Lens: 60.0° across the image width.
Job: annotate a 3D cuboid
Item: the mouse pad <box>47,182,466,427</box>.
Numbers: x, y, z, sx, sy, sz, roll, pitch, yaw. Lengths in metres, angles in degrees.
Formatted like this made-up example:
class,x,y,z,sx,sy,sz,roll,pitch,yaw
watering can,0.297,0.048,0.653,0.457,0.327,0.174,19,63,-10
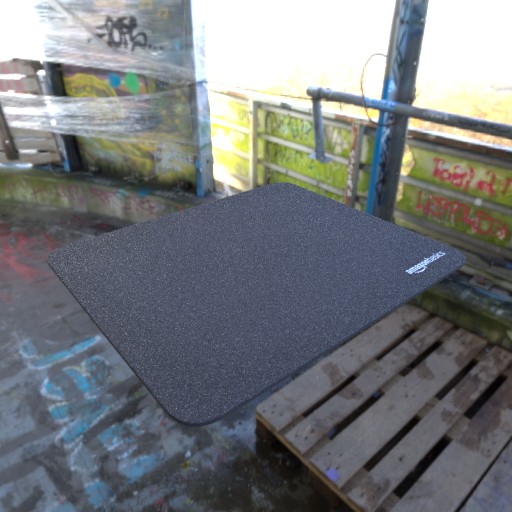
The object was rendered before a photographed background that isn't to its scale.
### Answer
class,x,y,z,sx,sy,sz,roll,pitch,yaw
mouse pad,0.000,0.000,0.332,0.249,0.002,0.211,-22,37,-33
